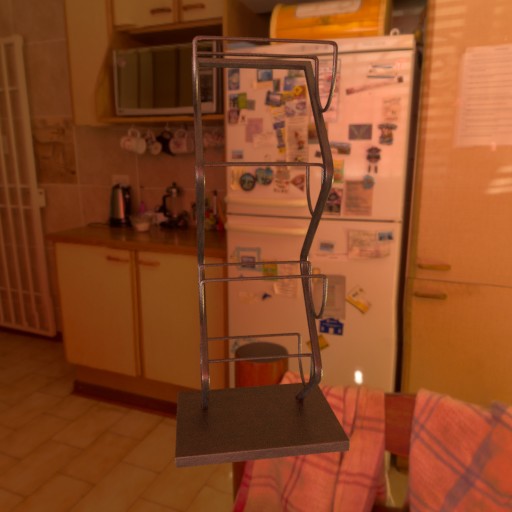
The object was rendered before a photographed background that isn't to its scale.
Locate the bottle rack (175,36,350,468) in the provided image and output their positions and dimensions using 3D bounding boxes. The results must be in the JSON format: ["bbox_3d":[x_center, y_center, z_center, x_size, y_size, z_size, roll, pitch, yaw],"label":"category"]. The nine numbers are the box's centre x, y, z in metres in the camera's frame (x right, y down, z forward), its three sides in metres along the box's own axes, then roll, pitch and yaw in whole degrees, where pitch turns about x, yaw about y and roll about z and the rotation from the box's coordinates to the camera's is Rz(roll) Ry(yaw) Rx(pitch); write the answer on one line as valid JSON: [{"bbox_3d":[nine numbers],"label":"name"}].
[{"bbox_3d":[0.000,0.000,0.660,0.254,0.559,0.178,-2,13,-8],"label":"bottle rack"}]
